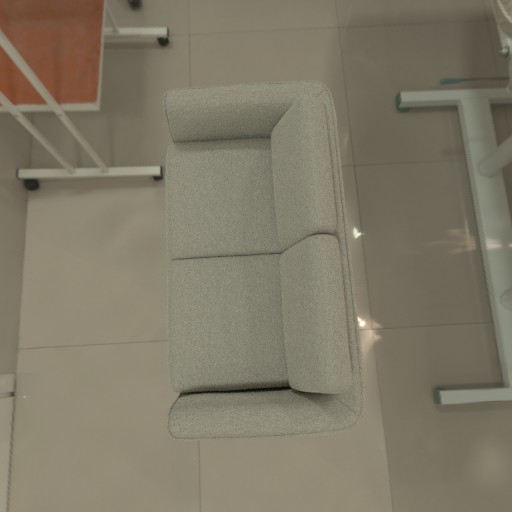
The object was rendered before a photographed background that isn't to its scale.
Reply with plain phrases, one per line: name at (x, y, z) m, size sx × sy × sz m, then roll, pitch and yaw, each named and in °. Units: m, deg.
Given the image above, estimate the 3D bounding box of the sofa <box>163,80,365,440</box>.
sofa at (0.000, 0.000, 2.248) m, size 0.920 × 0.850 × 1.700 m, roll -3°, pitch 77°, yaw -1°
